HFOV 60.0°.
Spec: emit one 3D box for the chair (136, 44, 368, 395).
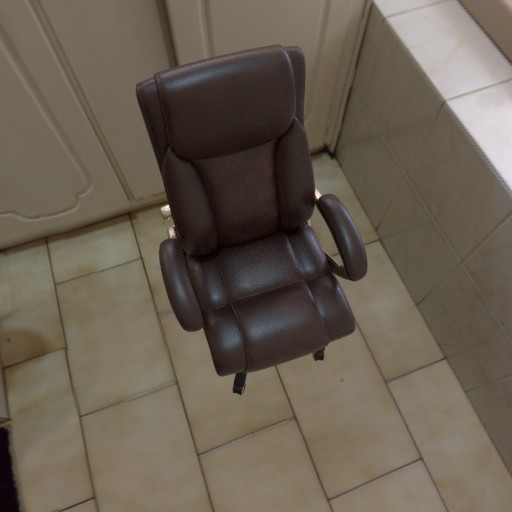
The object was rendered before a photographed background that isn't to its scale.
[{"bbox_3d":[0.000,0.000,1.614,0.692,1.194,0.749,-17,66,-7],"label":"chair"}]
